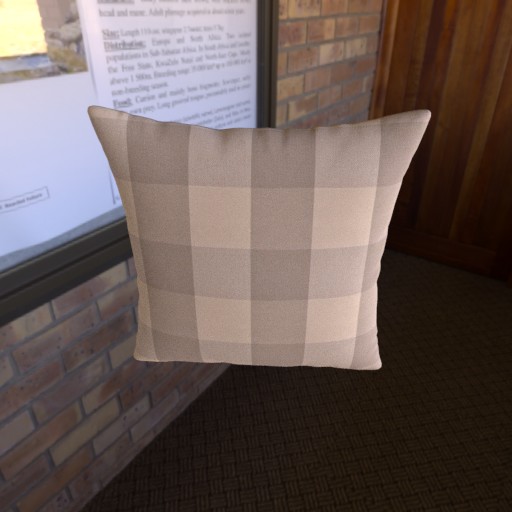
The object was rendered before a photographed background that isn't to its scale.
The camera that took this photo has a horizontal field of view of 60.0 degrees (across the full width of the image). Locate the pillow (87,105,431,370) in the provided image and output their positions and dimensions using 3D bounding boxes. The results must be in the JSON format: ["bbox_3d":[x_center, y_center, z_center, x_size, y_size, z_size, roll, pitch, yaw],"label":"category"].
[{"bbox_3d":[0.000,0.000,0.784,0.511,0.509,0.161,2,30,3],"label":"pillow"}]
